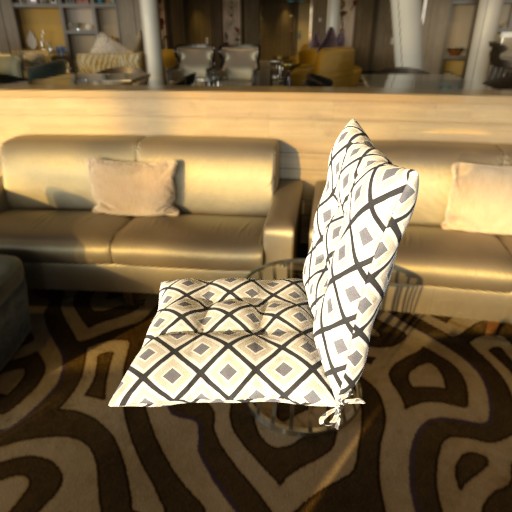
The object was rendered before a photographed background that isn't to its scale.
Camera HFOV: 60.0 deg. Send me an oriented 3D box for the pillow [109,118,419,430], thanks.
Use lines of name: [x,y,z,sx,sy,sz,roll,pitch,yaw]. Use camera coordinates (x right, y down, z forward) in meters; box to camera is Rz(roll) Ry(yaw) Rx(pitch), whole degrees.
pillow: [0.000,0.000,1.014,0.585,0.536,0.541,0,26,1]
